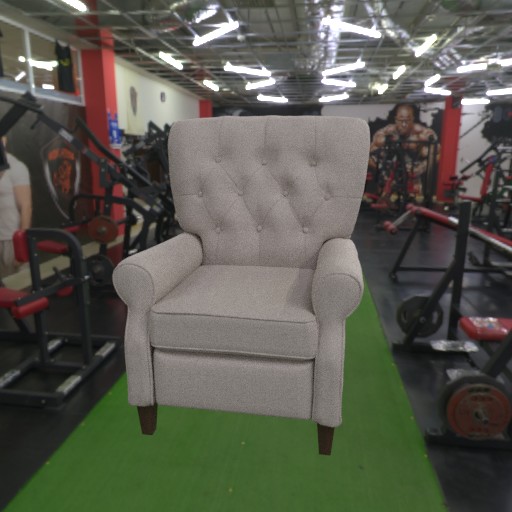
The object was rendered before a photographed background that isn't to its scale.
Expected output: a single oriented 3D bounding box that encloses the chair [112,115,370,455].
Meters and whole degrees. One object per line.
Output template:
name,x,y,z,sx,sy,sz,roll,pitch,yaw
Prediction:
chair,0.000,0.000,1.922,0.942,1.209,1.025,2,14,10
